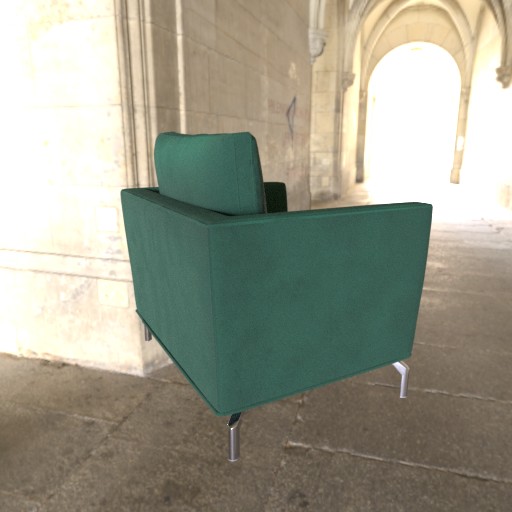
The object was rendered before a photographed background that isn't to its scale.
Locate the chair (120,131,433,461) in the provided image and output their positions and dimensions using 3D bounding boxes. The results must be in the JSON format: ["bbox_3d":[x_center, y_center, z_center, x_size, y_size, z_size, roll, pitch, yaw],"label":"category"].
[{"bbox_3d":[0.000,0.000,1.827,0.852,0.997,1.047,-8,16,-28],"label":"chair"}]
